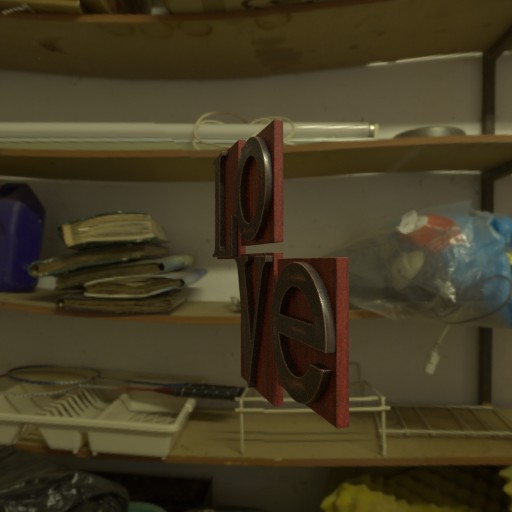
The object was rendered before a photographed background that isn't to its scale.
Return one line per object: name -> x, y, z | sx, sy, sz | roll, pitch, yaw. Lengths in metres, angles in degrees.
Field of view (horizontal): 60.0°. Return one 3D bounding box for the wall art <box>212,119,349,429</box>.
wall art -> 0.000, 0.000, 0.828 | 0.030, 0.497, 0.635 | 0, -1, -18
